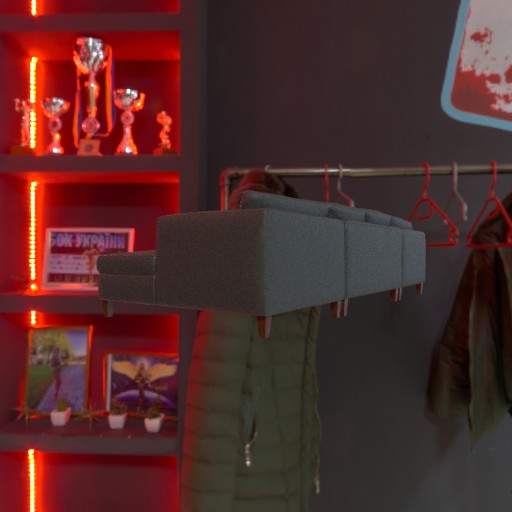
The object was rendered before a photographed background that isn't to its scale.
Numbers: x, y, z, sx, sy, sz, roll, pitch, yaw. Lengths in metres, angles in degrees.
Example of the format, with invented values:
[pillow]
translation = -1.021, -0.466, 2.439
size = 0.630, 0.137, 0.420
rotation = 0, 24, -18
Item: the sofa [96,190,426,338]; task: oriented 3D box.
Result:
[sofa]
translation = 0.000, 0.000, 4.647
size = 2.593, 0.923, 3.460
rotation = 0, 1, 35
